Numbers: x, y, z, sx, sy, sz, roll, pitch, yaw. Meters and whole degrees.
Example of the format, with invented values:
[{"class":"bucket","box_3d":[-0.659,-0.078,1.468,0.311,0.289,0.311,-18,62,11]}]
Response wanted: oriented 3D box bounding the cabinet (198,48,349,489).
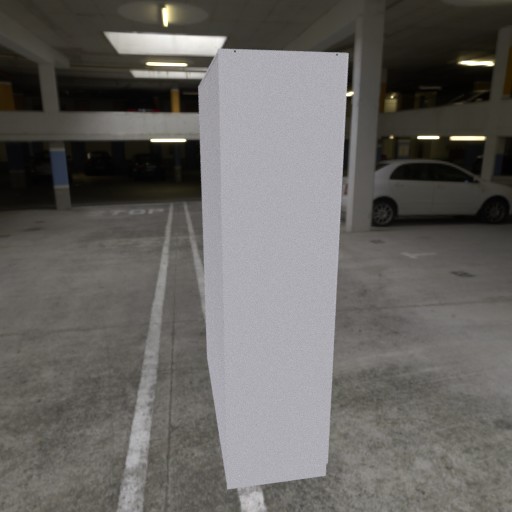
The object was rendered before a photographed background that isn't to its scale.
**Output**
[{"class":"cabinet","box_3d":[0.000,0.000,2.495,0.510,1.910,1.290,-3,15,-10]}]
